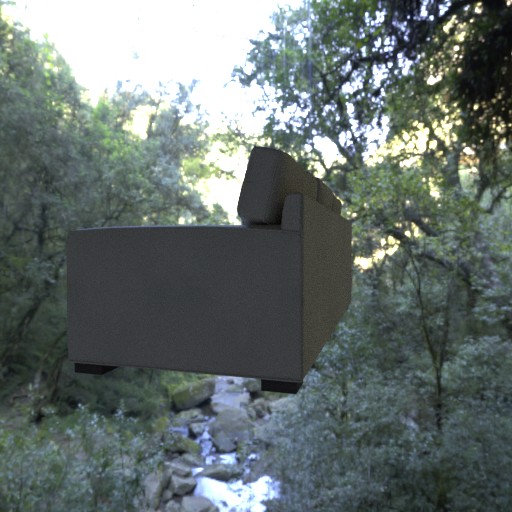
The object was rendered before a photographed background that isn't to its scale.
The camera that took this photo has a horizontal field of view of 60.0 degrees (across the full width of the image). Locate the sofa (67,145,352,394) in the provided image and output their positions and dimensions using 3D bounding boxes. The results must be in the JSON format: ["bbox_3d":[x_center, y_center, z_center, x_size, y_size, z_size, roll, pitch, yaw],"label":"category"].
[{"bbox_3d":[0.000,0.000,2.581,0.935,0.862,2.088,0,2,17],"label":"sofa"}]
